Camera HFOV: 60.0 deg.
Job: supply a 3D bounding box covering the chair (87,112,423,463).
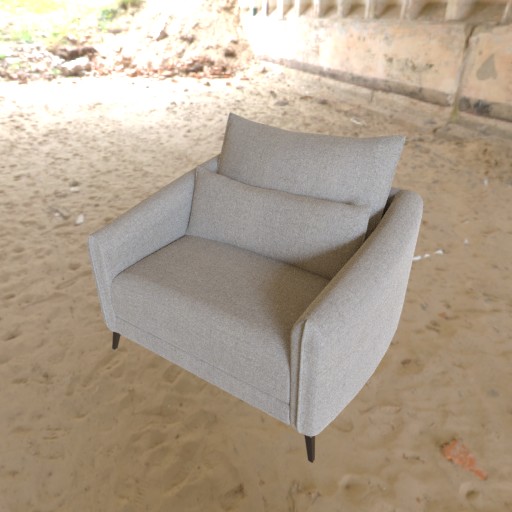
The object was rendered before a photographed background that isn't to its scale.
[{"bbox_3d":[0.000,0.000,1.659,1.029,0.856,0.801,19,34,30],"label":"chair"}]
